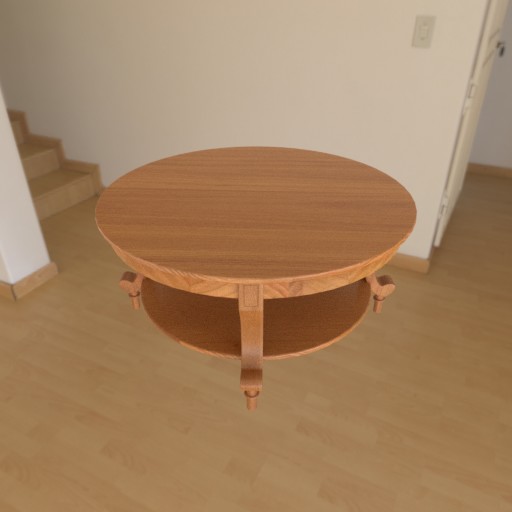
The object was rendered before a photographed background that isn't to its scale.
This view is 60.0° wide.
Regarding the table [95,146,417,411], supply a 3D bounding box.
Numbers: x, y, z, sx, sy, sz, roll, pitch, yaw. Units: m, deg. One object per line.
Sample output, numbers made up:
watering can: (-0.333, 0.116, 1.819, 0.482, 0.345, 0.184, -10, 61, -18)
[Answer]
table: (0.000, 0.000, 1.600, 1.029, 0.490, 1.029, 0, 31, 0)
